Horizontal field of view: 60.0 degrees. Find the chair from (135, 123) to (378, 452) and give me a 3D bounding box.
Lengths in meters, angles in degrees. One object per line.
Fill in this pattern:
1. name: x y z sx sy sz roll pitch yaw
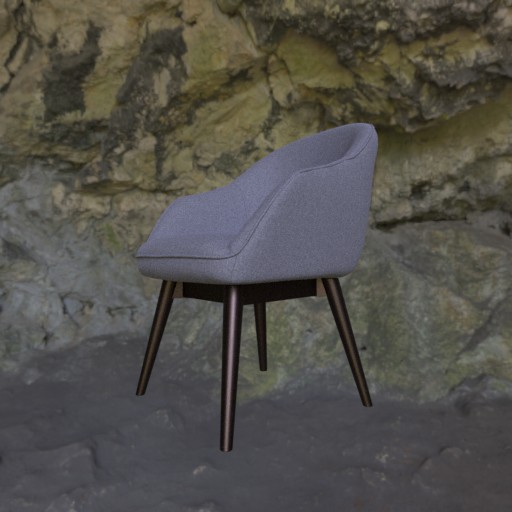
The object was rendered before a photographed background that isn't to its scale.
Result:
1. chair: 0.000 0.000 1.263 0.611 0.810 0.589 0 0 -37
